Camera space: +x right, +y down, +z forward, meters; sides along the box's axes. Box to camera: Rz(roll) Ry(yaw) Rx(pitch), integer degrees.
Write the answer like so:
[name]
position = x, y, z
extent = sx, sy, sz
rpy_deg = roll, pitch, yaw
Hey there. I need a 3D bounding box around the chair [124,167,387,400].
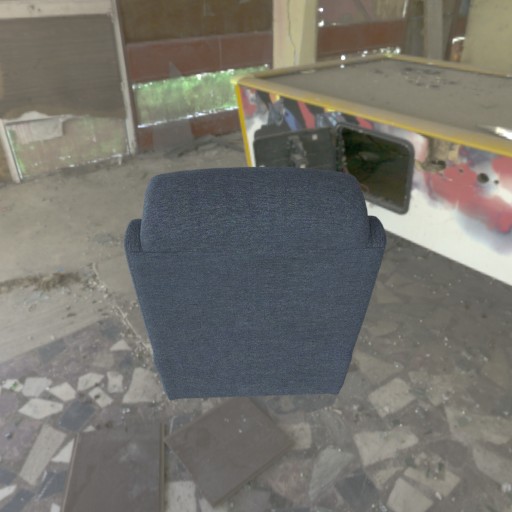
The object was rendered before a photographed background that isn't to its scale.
[chair]
position = 0.000, 0.000, 1.730
extent = 0.798, 1.013, 1.043
rpy_deg = -1, 32, -2
